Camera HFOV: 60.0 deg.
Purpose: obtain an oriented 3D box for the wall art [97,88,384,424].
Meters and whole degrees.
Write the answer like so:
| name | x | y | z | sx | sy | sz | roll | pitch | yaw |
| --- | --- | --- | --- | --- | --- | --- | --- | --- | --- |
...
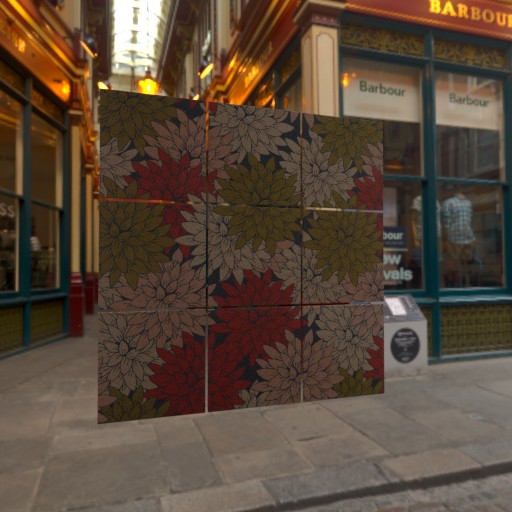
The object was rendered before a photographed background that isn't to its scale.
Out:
| name | x | y | z | sx | sy | sz | roll | pitch | yaw |
| --- | --- | --- | --- | --- | --- | --- | --- | --- | --- |
| wall art | 0.000 | 0.000 | 1.803 | 1.206 | 1.218 | 0.013 | 0 | -1 | -19 |
